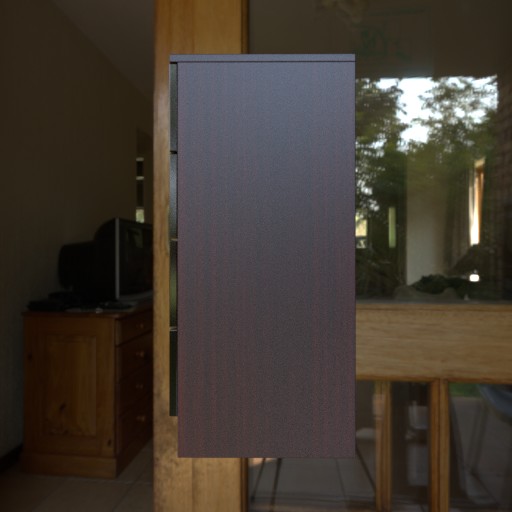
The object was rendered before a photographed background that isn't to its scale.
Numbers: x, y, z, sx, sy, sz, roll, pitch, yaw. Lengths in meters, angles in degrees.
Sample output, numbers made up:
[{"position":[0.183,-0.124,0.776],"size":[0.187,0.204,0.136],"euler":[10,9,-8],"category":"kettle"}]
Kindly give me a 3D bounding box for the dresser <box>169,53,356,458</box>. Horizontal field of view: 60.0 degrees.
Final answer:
[{"position":[0.000,0.000,1.164],"size":[0.360,0.720,0.750],"euler":[0,0,0],"category":"dresser"}]
